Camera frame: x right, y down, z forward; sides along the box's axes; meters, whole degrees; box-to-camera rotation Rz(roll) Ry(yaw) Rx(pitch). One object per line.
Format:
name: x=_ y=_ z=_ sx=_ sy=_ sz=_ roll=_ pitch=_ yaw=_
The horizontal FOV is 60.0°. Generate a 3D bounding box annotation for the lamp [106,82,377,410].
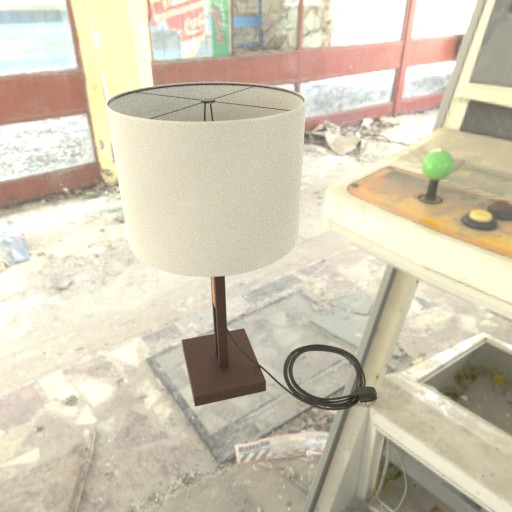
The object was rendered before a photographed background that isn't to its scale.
lamp: x=0.000 y=0.000 z=0.975 sx=0.525 sy=0.668 sz=0.396 roll=-8 pitch=31 yaw=-14
